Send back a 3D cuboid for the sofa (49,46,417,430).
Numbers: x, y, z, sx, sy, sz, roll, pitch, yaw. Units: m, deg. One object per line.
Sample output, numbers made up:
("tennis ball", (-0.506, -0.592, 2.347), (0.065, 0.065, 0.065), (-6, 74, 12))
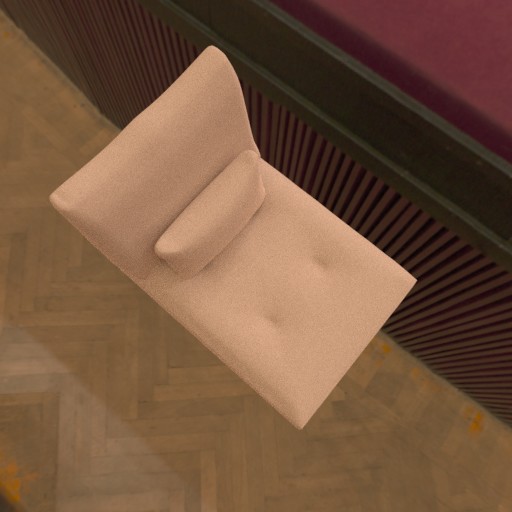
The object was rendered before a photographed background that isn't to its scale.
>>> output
("sofa", (0.000, 0.000, 1.563), (1.000, 0.820, 0.700), (40, 78, 10))
